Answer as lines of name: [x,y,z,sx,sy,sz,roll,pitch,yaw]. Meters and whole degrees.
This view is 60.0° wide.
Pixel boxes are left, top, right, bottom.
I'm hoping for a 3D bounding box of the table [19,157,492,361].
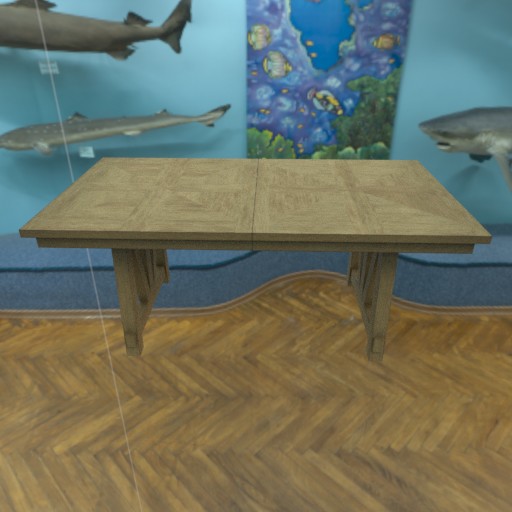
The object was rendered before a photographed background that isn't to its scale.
table: [0.000,0.000,2.389,1.881,0.768,1.016,1,29,2]
